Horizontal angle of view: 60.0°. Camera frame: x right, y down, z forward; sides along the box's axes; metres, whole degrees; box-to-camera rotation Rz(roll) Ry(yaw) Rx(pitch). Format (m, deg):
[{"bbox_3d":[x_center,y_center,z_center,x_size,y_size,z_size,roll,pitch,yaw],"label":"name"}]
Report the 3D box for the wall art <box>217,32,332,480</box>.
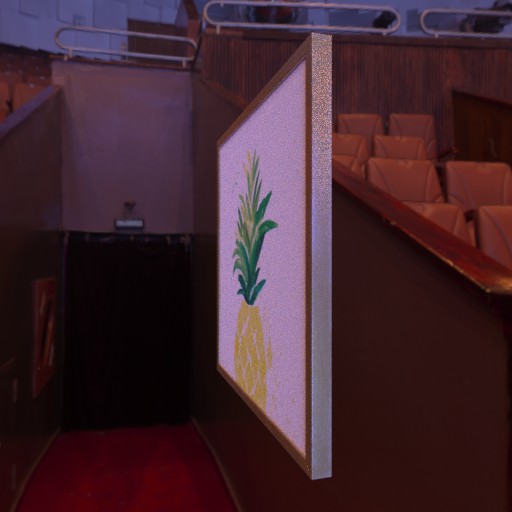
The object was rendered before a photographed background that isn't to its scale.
[{"bbox_3d":[0.000,0.000,1.122,0.037,0.760,0.762,0,0,-17],"label":"wall art"}]
